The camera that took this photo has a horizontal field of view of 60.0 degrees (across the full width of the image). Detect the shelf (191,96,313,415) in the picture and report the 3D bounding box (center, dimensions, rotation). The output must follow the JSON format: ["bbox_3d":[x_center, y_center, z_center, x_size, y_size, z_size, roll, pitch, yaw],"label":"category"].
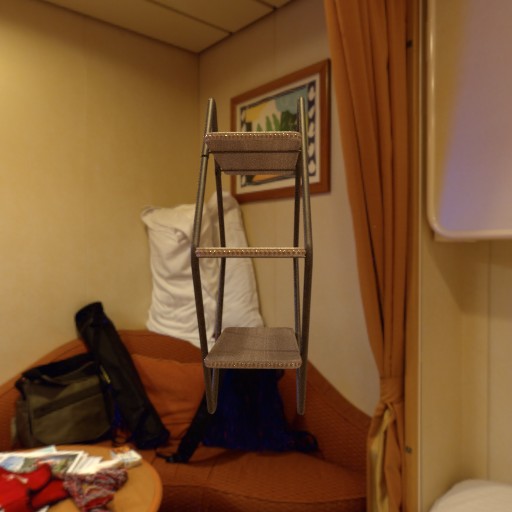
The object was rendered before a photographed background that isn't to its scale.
[{"bbox_3d":[0.000,0.000,1.079,0.234,0.774,0.609,0,0,2],"label":"shelf"}]
